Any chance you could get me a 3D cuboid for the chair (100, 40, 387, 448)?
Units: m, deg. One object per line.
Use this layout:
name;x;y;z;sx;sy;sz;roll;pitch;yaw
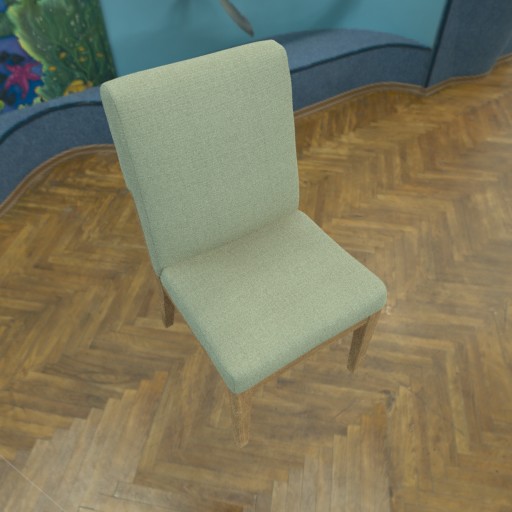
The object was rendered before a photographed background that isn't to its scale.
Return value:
chair;0.000;0.000;1.238;0.507;0.911;0.586;-25;52;-22
